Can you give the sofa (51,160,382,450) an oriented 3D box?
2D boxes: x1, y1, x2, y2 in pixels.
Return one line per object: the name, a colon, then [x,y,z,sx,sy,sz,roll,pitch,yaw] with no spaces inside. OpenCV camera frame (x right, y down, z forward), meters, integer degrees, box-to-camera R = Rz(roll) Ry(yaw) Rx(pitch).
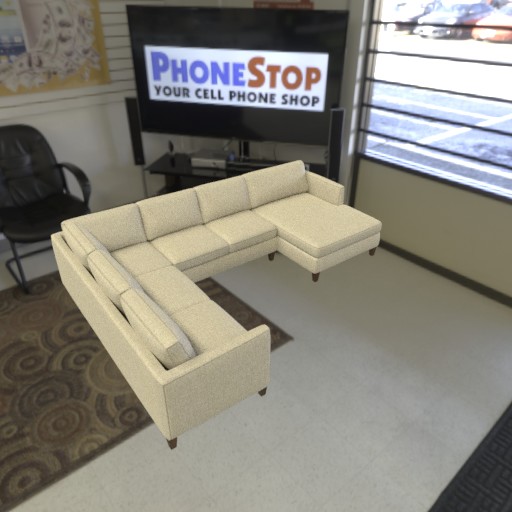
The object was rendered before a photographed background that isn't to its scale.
sofa: [0.000,0.000,4.638,3.403,0.889,2.551,-21,37,-31]
